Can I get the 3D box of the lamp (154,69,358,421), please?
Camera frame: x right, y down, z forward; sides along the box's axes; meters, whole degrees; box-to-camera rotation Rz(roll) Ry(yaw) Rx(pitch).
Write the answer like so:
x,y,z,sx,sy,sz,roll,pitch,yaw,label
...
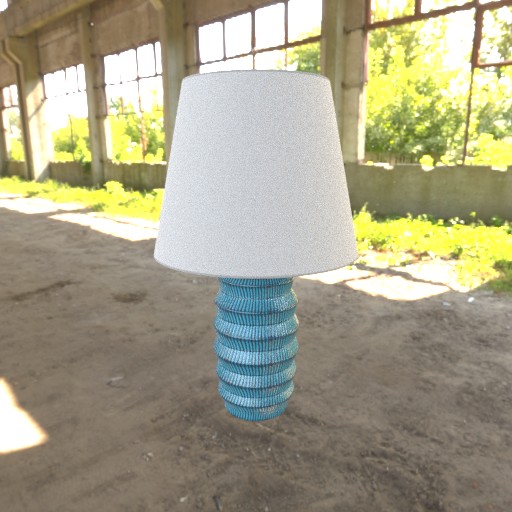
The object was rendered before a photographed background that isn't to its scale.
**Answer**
x,y,z,sx,sy,sz,roll,pitch,yaw,label
0.000,0.000,0.789,0.355,0.582,0.355,0,13,0,lamp
